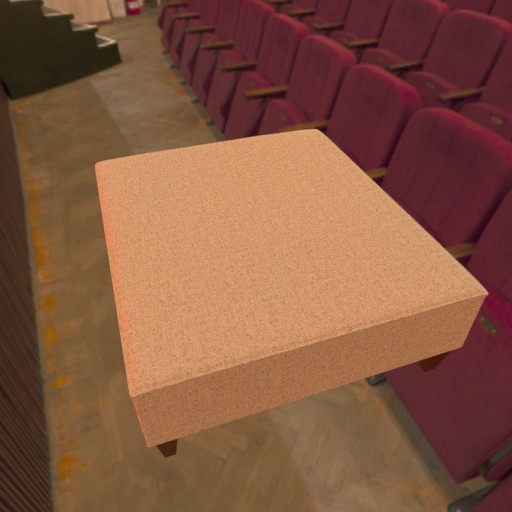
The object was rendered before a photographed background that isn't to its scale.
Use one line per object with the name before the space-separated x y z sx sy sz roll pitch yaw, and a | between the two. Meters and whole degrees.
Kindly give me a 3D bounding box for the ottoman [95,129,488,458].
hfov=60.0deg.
ottoman | 0.000 0.000 1.210 0.736 0.303 0.835 -13 42 -14
